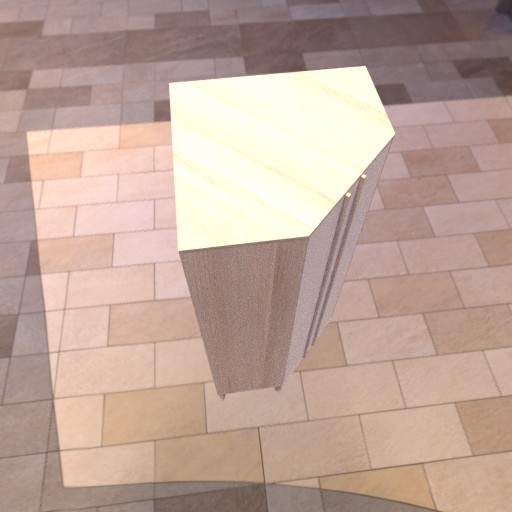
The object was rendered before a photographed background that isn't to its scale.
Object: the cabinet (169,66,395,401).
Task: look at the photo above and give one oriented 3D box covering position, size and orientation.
[{"bbox_3d":[0.000,0.000,2.646,0.969,1.957,1.272,33,63,19],"label":"cabinet"}]
